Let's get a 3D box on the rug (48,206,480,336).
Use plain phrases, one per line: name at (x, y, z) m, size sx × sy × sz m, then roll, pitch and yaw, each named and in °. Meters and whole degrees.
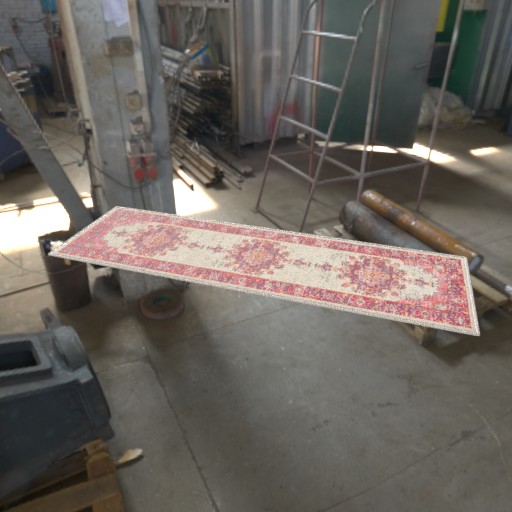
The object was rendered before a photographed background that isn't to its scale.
rug at (0.000, 0.000, 2.013) m, size 1.824 × 0.009 × 0.562 m, roll 9°, pitch 32°, yaw 15°
